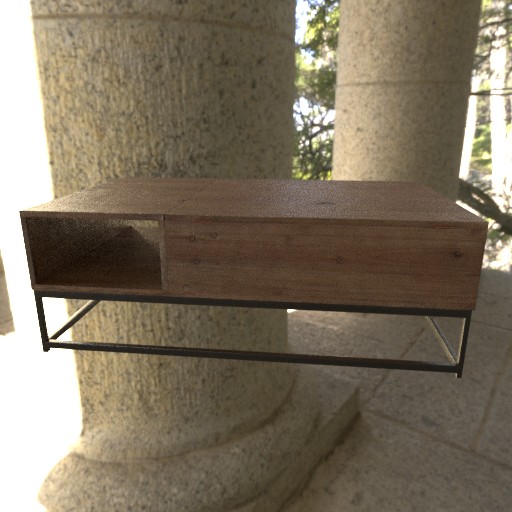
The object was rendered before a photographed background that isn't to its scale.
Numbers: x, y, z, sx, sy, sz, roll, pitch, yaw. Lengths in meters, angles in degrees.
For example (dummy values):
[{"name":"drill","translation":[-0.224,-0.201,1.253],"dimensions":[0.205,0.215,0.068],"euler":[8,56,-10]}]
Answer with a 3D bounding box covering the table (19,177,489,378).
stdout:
[{"name":"table","translation":[0.000,0.000,1.393],"dimensions":[1.101,0.395,0.655],"euler":[2,17,6]}]
